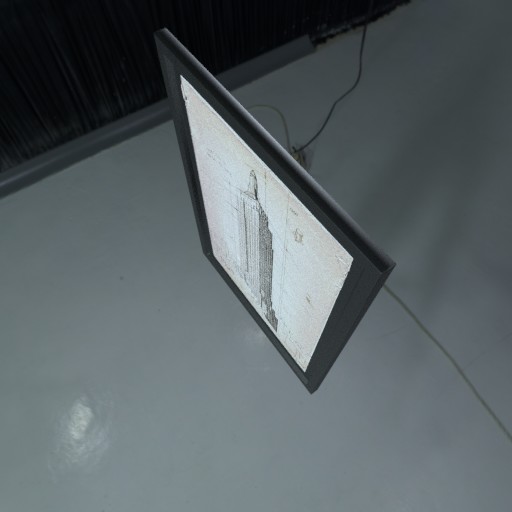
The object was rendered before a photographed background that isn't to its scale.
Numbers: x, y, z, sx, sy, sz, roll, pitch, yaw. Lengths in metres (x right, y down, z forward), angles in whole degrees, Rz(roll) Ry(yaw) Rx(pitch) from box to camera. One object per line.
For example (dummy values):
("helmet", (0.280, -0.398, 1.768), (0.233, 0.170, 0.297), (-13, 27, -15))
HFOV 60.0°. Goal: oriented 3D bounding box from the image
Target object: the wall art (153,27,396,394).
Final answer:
("wall art", (0.000, 0.000, 0.543), (0.013, 0.431, 0.303), (-33, 67, -16))
